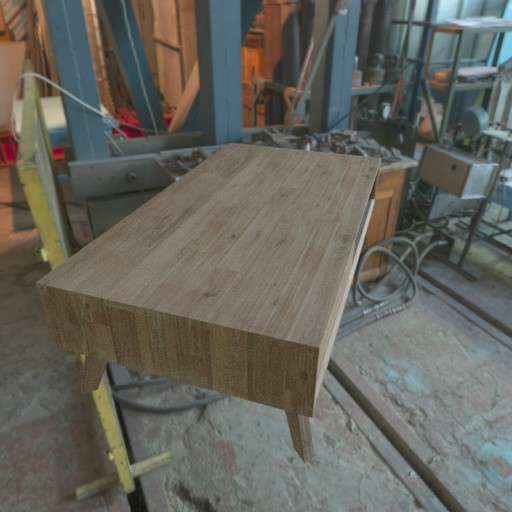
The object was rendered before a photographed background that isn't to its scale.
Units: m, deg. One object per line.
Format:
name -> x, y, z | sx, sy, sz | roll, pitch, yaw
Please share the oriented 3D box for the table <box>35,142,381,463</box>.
table -> 0.000, 0.000, 2.053 | 0.918, 0.531, 1.619 | 10, 32, 16
